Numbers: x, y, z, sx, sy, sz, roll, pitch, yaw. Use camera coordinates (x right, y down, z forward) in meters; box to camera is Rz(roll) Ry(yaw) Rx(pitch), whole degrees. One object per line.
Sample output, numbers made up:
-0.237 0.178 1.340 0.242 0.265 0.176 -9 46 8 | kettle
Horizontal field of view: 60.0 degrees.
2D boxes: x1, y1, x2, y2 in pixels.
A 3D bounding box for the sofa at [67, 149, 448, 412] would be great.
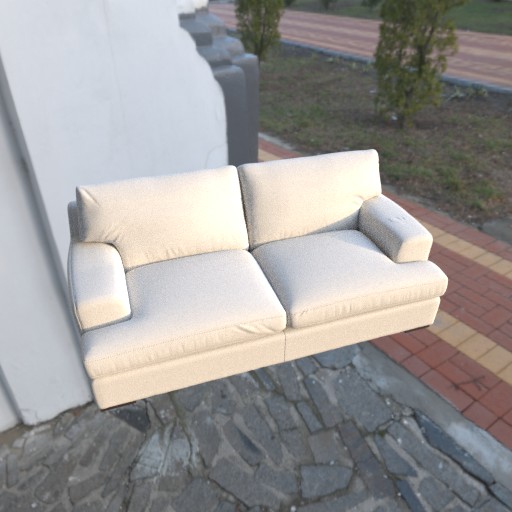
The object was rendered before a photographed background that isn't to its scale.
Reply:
0.000 0.000 2.856 2.261 0.940 1.143 -11 35 -16 | sofa
